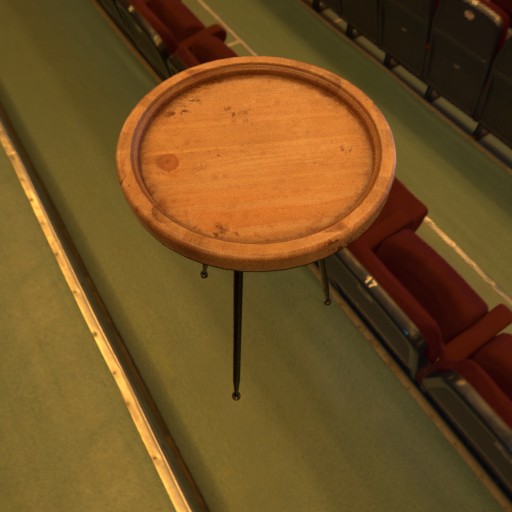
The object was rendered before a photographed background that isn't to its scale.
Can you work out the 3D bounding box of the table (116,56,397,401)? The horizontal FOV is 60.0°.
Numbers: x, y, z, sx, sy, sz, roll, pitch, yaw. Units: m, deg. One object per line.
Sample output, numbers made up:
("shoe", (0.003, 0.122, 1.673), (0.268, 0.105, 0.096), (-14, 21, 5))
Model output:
("table", (0.000, 0.000, 0.934), (0.414, 0.664, 0.418), (-29, 63, -17))
